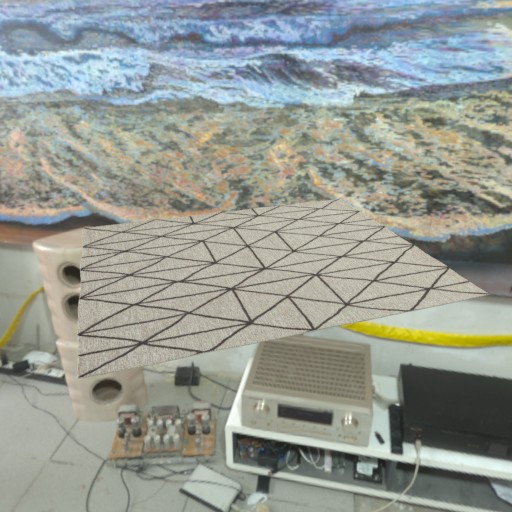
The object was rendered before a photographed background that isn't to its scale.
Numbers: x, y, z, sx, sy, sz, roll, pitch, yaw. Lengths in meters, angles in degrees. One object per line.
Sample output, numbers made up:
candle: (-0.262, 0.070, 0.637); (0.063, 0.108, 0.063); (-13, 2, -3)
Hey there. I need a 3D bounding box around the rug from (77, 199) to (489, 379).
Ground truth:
rug: (0.000, 0.000, 4.075); (3.061, 0.022, 2.468); (-8, 27, -17)
